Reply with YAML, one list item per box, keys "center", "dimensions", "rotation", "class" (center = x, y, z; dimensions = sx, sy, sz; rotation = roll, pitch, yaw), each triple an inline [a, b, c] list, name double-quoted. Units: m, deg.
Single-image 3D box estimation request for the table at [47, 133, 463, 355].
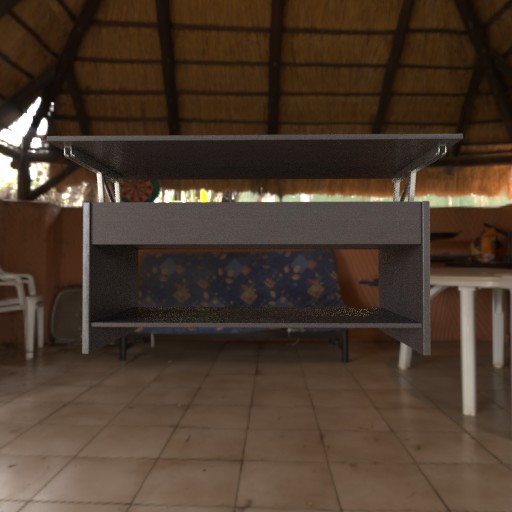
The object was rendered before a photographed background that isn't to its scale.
- center: [0.000, 0.000, 1.414]
  dimensions: [1.000, 0.570, 0.712]
  rotation: [0, -1, 1]
  class: "table"
